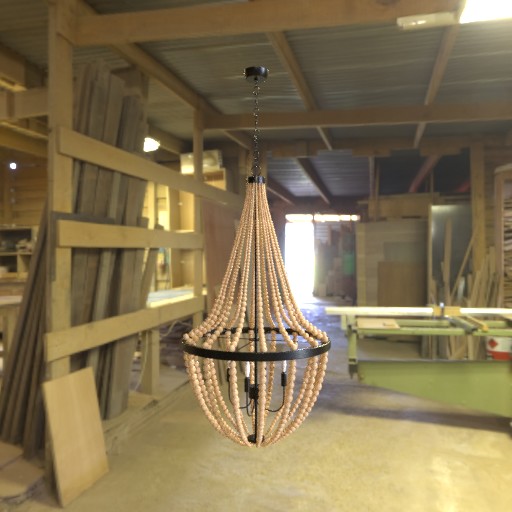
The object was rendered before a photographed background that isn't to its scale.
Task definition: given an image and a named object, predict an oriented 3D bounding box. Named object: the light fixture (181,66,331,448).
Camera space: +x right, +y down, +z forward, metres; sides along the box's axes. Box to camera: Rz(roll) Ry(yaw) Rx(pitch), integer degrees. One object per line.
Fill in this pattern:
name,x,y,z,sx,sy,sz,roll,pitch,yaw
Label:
light fixture,0.000,0.000,1.357,0.450,1.133,0.450,0,-1,0
